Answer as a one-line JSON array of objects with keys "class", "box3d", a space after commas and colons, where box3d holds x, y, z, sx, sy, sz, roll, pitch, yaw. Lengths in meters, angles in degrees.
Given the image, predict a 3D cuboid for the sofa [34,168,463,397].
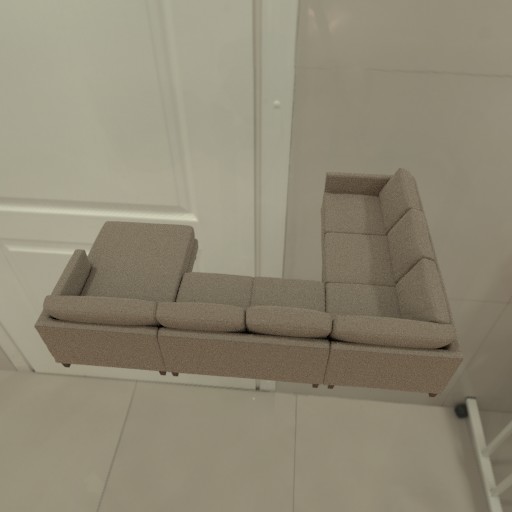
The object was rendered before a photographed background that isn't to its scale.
[{"class": "sofa", "box3d": [0.000, 0.000, 4.517, 3.438, 0.865, 2.424, 4, 45, 4]}]
